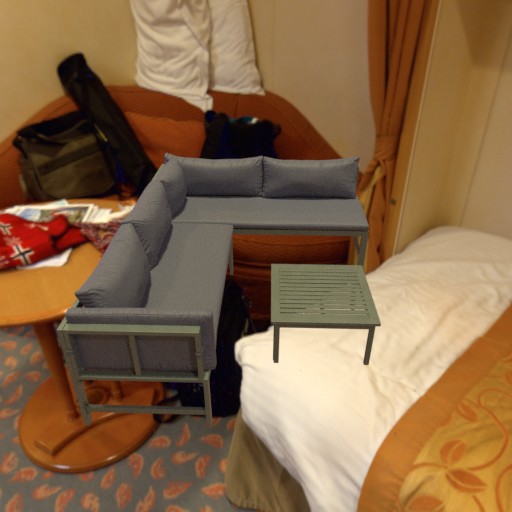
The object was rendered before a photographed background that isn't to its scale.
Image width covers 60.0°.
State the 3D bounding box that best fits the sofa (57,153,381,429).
[{"bbox_3d":[0.000,0.000,2.930,1.658,0.762,2.149,1,31,2],"label":"sofa"}]
